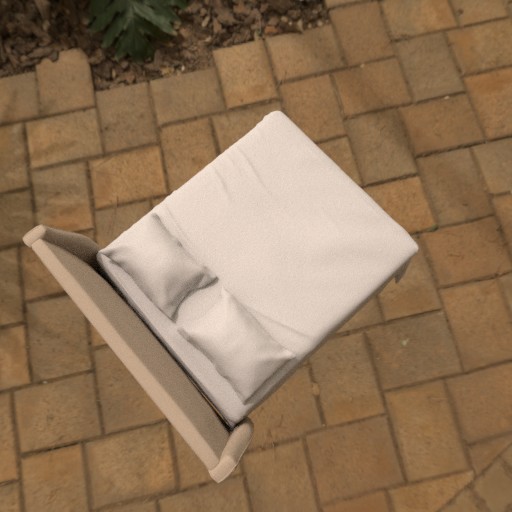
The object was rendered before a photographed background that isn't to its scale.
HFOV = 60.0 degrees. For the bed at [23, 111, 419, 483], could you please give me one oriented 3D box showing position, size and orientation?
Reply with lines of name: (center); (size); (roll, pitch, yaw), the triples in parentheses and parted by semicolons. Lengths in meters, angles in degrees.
bed: (0.000, 0.000, 3.408); (2.276, 1.332, 1.925); (-41, 79, -9)
